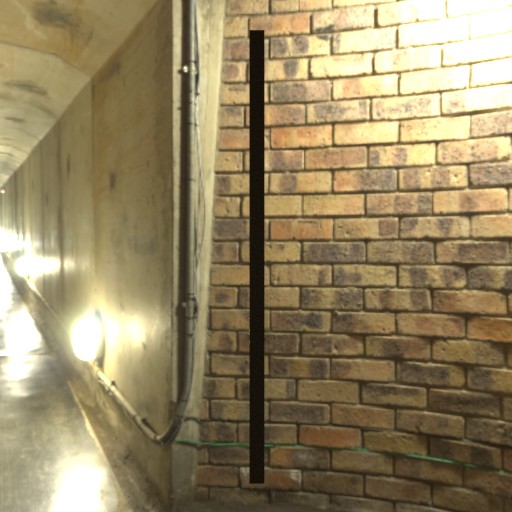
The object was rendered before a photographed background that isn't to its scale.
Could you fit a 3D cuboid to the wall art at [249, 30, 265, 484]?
[{"bbox_3d":[0.000,0.000,1.446,0.036,1.070,0.802,0,1,0],"label":"wall art"}]
